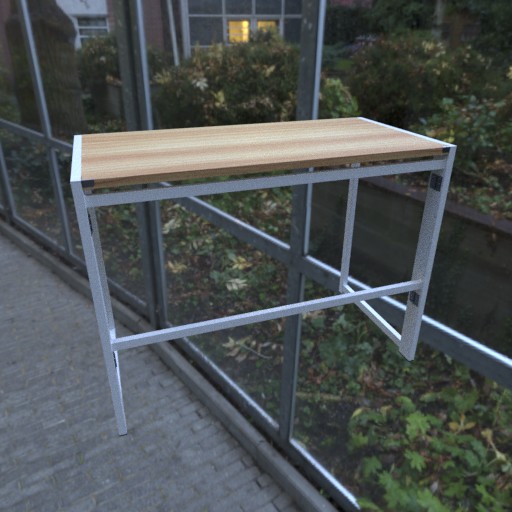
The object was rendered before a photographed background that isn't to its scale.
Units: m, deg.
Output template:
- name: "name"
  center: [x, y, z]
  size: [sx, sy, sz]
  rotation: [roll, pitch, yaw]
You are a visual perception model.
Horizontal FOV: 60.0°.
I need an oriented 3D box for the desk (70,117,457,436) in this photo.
- name: "desk"
  center: [0.000, 0.000, 1.474]
  size: [1.016, 0.762, 0.508]
  rotation: [-9, 28, -17]
